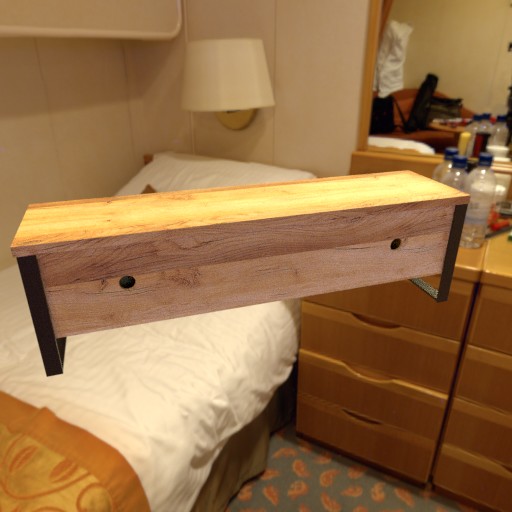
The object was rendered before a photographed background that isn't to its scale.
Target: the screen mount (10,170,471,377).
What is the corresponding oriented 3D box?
[{"bbox_3d":[0.000,0.000,1.676,1.524,0.450,0.395,-8,26,-16],"label":"screen mount"}]
